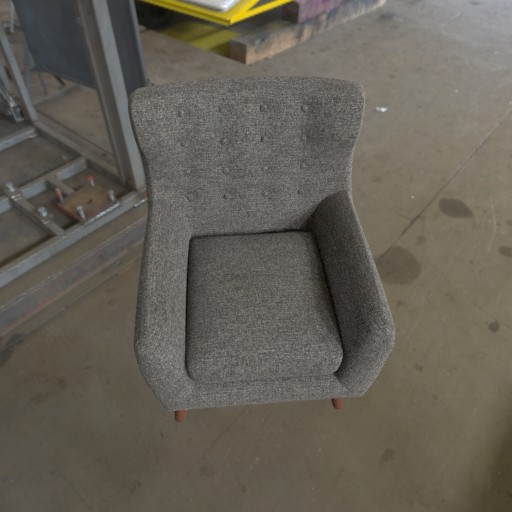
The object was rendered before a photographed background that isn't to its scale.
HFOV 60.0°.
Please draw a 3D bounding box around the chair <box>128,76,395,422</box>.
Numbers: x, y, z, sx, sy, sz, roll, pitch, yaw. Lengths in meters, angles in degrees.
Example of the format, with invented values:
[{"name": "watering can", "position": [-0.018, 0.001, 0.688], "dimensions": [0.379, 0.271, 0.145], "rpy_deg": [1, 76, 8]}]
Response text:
[{"name": "chair", "position": [0.000, 0.000, 1.740], "dimensions": [0.889, 1.039, 0.940], "rpy_deg": [-3, 46, -3]}]
